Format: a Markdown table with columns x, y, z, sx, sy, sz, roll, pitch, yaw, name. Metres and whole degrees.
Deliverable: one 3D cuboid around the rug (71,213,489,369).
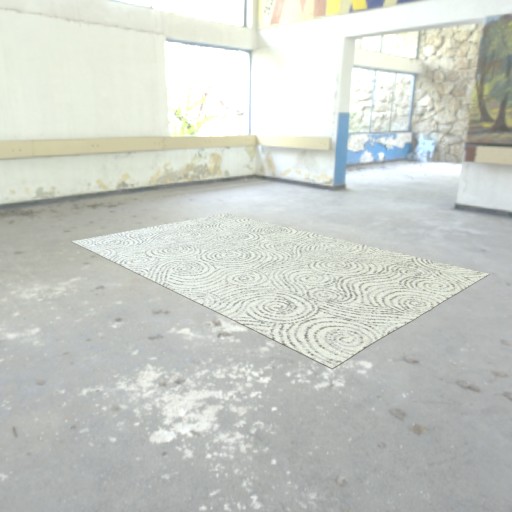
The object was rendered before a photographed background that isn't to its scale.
| x | y | z | sx | sy | sz | roll | pitch | yaw | name |
| --- | --- | --- | --- | --- | --- | --- | --- | --- | --- |
| 0.000 | 0.000 | 2.982 | 1.524 | 0.005 | 2.439 | -16 | 23 | -41 | rug |
